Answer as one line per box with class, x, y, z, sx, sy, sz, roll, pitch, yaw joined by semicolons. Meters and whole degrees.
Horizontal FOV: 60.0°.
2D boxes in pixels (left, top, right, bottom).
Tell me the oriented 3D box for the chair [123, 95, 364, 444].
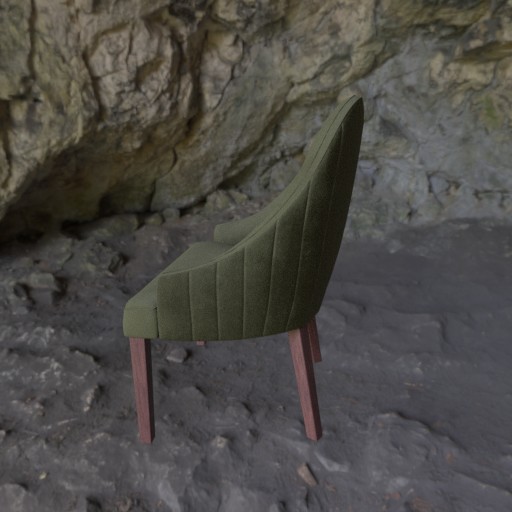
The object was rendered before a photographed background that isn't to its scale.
chair;0.000;0.000;1.314;0.575;0.889;0.643;2;16;8
